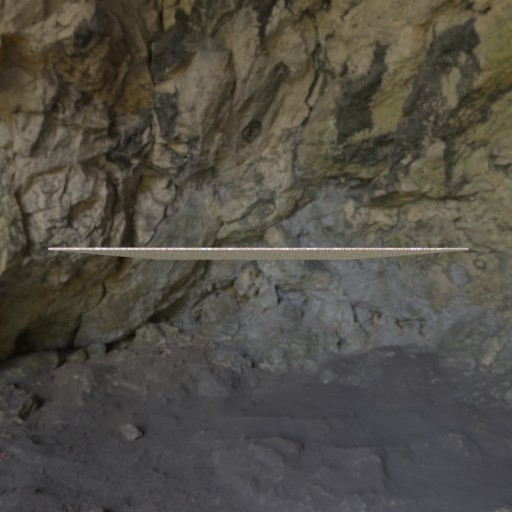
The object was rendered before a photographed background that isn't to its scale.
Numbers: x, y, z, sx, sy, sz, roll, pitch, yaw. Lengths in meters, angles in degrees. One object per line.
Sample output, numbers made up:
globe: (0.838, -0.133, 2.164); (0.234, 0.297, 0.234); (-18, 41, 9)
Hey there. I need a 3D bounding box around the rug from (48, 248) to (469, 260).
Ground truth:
rug: (0.000, 0.000, 3.852); (2.286, 0.013, 2.894); (0, -1, -1)
